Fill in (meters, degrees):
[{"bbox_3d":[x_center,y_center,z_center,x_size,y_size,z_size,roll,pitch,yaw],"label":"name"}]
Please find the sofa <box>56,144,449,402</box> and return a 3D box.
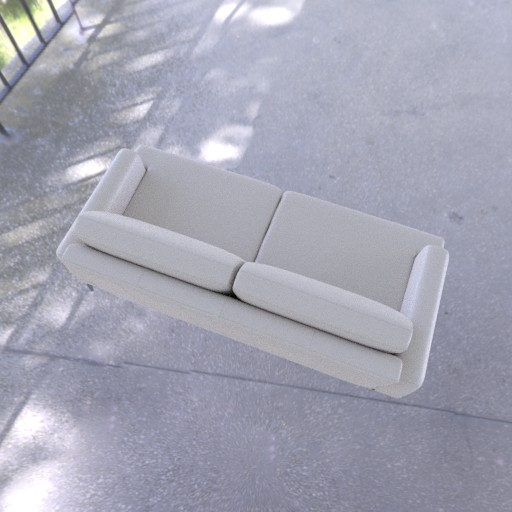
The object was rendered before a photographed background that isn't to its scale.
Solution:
[{"bbox_3d":[0.000,0.000,2.434,1.940,0.765,0.974,19,66,9],"label":"sofa"}]
